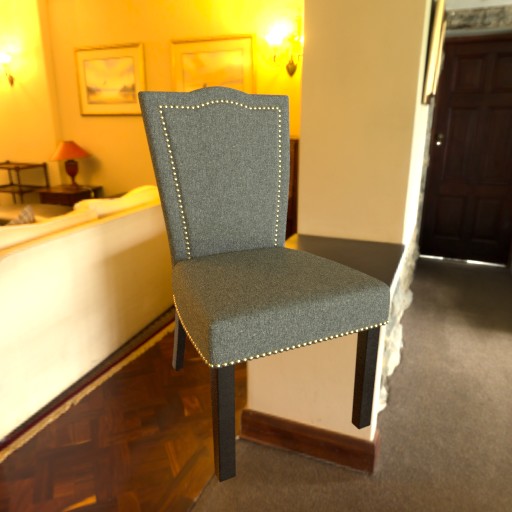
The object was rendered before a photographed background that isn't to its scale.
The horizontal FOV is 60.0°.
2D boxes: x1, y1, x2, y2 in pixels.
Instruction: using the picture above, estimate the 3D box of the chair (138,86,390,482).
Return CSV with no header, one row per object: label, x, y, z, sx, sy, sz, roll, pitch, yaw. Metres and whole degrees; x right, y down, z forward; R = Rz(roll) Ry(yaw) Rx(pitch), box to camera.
chair,0.000,0.000,1.276,0.518,0.946,0.589,-8,19,-26
